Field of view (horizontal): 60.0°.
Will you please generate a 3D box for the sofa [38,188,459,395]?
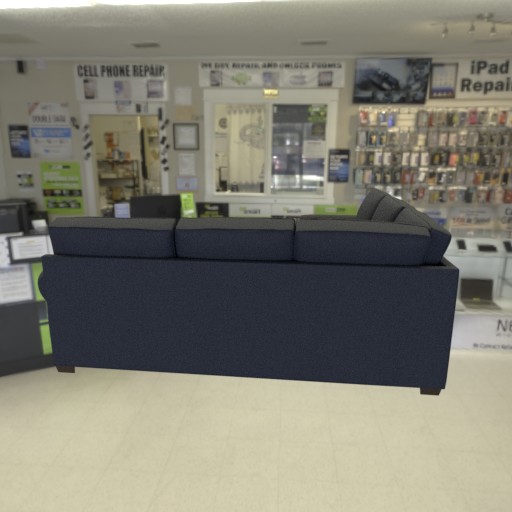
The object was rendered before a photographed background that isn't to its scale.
[{"bbox_3d":[0.000,0.000,3.844,2.562,1.042,2.487,2,15,7],"label":"sofa"}]
